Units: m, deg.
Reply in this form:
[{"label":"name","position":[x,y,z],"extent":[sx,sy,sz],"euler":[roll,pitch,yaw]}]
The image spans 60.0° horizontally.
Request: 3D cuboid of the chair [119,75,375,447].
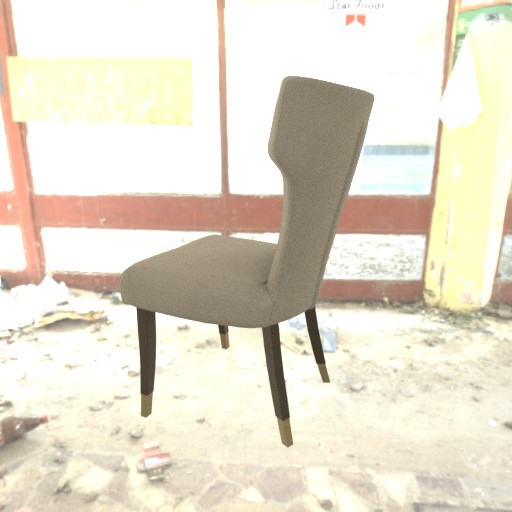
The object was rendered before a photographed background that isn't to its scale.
[{"label":"chair","position":[0.000,0.000,1.335],"extent":[0.630,0.950,0.526],"euler":[7,17,25]}]
